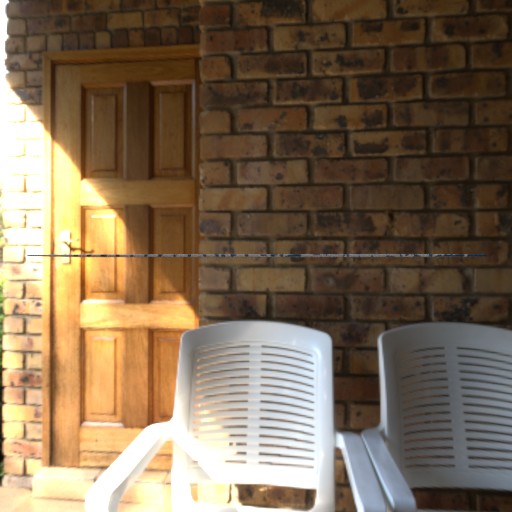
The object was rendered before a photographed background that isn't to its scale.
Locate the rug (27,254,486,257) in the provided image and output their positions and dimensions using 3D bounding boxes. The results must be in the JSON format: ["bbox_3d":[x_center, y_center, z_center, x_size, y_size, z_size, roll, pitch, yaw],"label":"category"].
[{"bbox_3d":[0.000,0.000,2.718,2.435,0.011,0.750,0,0,1],"label":"rug"}]
